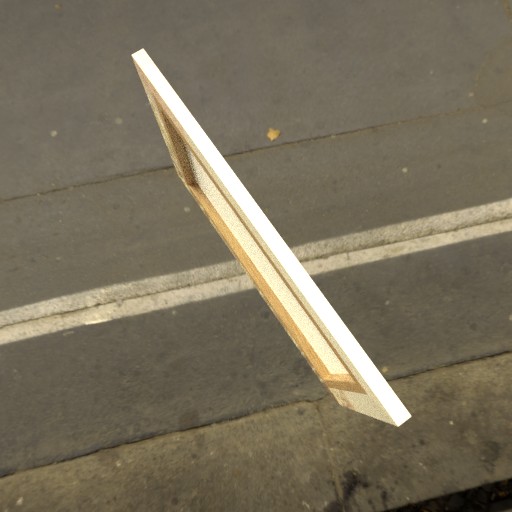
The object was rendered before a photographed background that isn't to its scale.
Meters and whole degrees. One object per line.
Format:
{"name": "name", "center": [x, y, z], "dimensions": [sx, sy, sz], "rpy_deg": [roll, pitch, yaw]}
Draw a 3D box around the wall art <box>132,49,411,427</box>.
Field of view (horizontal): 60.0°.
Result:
{"name": "wall art", "center": [0.000, 0.000, 1.444], "dimensions": [0.041, 0.758, 1.142], "rpy_deg": [-33, 78, -8]}
